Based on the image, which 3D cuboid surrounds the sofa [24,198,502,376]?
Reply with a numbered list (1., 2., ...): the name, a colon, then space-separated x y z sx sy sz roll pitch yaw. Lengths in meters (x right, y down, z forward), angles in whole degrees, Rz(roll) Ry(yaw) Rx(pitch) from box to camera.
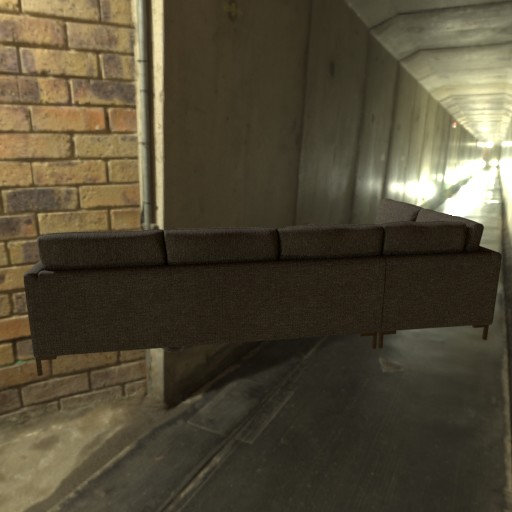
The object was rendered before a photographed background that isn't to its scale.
1. sofa: 0.000 0.000 3.618 2.949 0.815 2.007 -2 14 -9
